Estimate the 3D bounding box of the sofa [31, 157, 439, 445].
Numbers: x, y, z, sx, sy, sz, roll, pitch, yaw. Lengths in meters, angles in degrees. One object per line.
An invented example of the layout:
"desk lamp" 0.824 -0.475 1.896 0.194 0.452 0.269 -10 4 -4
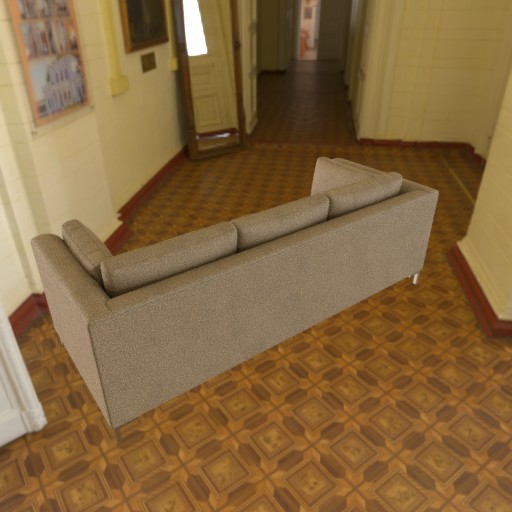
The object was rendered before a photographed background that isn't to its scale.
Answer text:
"sofa" 0.000 0.000 2.887 2.415 0.867 0.969 -20 36 -31
